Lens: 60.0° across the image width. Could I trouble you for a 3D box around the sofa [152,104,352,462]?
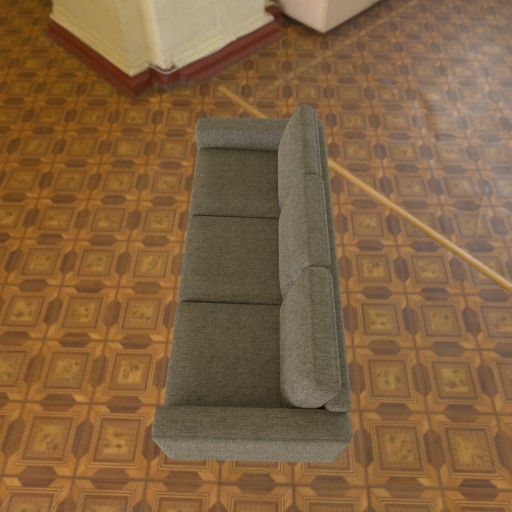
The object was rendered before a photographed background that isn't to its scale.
[{"bbox_3d":[0.000,0.000,2.657,0.900,0.800,2.160,1,56,1],"label":"sofa"}]
